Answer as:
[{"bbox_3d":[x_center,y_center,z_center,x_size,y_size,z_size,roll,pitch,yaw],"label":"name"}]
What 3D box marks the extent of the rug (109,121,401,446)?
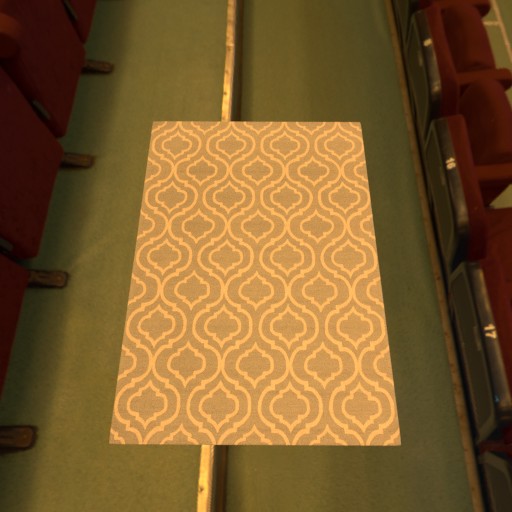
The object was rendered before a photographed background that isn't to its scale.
[{"bbox_3d":[0.000,0.000,2.648,1.451,0.010,2.080,0,64,0],"label":"rug"}]
